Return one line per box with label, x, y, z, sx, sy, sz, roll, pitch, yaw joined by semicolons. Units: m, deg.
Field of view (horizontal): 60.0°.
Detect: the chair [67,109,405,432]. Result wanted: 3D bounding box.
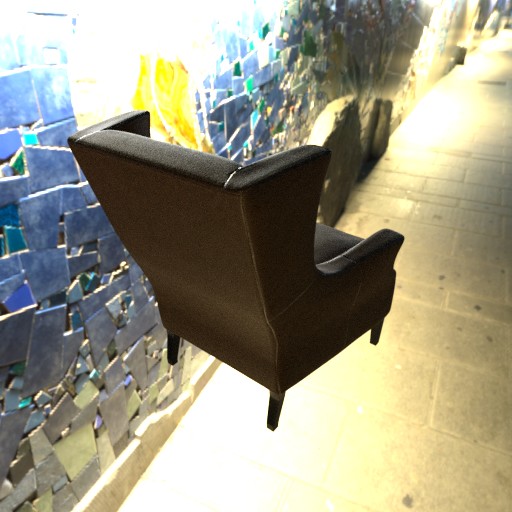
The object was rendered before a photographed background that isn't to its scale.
chair;0.000;0.000;1.633;0.852;1.016;0.925;22;36;33
